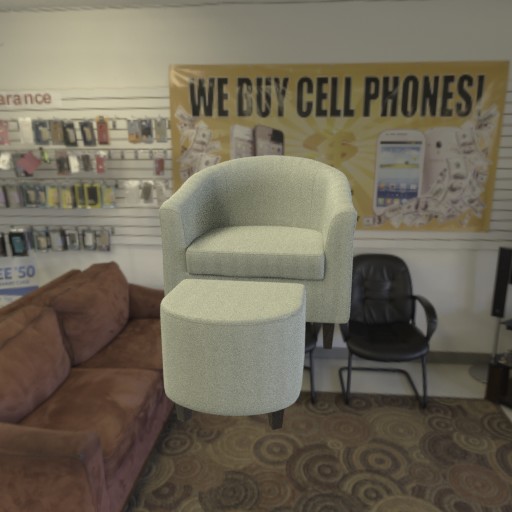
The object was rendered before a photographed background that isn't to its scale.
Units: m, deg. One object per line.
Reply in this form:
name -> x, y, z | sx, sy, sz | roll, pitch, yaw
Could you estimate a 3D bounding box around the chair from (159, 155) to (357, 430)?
chair -> 0.000, 0.000, 1.741 | 0.756, 0.757, 1.288 | 2, 14, 8
